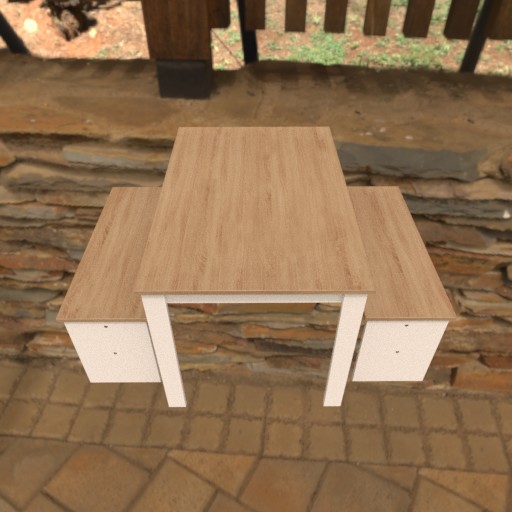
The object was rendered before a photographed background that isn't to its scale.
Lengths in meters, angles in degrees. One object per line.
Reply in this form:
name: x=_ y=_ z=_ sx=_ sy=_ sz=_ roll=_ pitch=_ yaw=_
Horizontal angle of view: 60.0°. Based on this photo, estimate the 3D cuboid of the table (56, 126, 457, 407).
table: x=0.000 y=0.000 z=1.971 sx=1.443 sy=0.700 sz=1.100 roll=0 pitch=42 yaw=0
